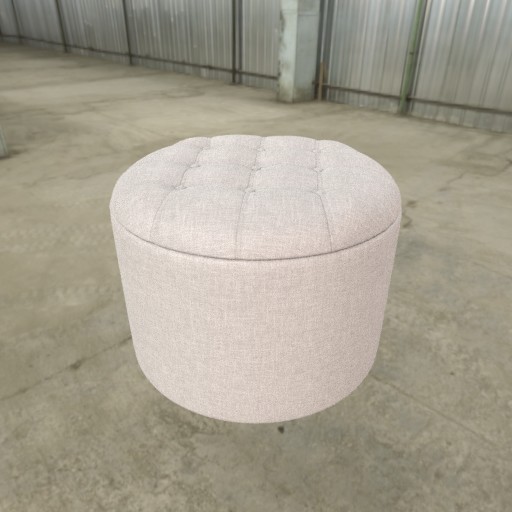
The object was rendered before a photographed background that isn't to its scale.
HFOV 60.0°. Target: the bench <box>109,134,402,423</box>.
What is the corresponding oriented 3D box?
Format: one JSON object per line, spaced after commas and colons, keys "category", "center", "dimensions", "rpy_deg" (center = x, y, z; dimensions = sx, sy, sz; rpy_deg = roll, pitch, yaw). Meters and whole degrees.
{"category": "bench", "center": [0.000, 0.000, 1.018], "dimensions": [0.600, 0.453, 0.600], "rpy_deg": [0, 30, 0]}
